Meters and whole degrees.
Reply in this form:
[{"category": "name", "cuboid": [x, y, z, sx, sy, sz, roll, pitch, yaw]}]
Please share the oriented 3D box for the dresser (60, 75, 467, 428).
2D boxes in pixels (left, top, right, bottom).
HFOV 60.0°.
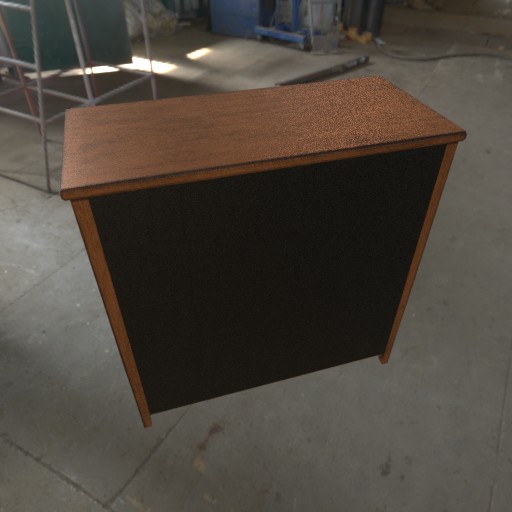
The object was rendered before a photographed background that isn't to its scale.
[{"category": "dresser", "cuboid": [0.000, 0.000, 1.901, 1.250, 1.224, 0.591, -11, 41, -13]}]
